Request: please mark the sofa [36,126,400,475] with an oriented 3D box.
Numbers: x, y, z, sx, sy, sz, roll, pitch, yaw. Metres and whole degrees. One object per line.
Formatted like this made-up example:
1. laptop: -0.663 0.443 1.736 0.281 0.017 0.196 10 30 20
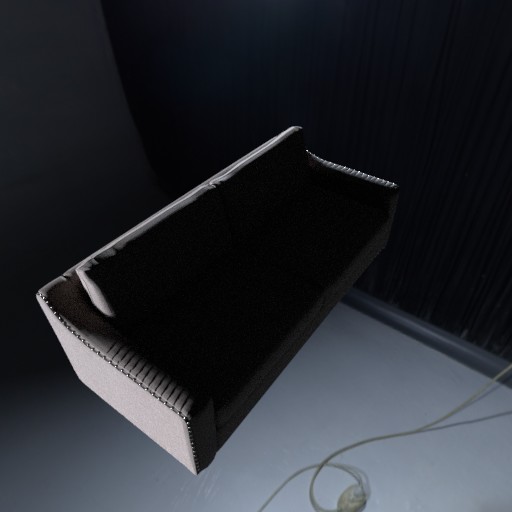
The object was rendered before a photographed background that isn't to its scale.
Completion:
1. sofa: 0.000 0.000 2.734 1.000 0.857 2.208 26 47 27
